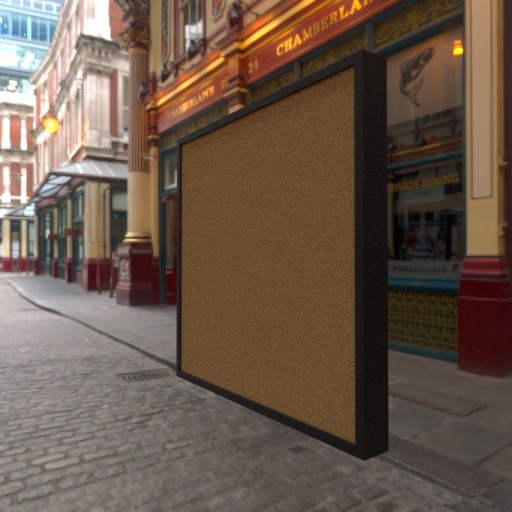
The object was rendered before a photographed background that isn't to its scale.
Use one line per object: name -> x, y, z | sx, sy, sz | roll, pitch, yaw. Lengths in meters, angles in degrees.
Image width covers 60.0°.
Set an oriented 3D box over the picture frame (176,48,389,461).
picture frame -> 0.000, 0.000, 0.477 | 0.030, 0.317, 0.317 | 1, -1, -37
